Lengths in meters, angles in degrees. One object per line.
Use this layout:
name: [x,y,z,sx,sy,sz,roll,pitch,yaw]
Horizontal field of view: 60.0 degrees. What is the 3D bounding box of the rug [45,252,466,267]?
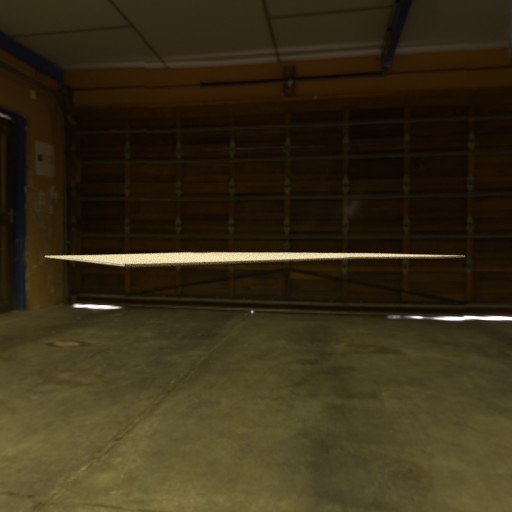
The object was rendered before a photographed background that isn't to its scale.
rug: [0.000,0.000,2.981,2.342,0.030,1.609,-1,2,-35]
